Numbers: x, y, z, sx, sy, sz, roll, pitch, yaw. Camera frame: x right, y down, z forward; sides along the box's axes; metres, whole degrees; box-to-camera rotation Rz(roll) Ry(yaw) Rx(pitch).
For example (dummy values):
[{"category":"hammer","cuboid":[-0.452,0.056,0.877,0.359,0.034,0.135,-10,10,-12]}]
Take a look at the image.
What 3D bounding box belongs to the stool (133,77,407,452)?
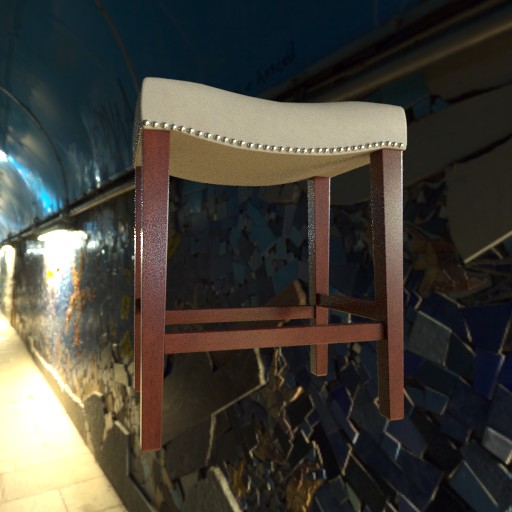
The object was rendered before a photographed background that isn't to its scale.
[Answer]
[{"category":"stool","cuboid":[0.000,0.000,0.959,0.509,0.632,0.375,0,0,-17]}]
